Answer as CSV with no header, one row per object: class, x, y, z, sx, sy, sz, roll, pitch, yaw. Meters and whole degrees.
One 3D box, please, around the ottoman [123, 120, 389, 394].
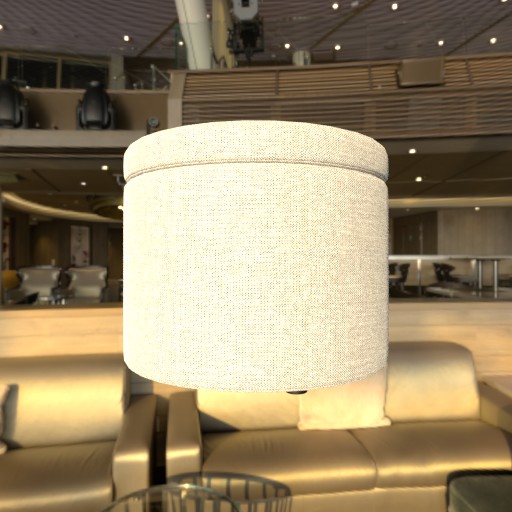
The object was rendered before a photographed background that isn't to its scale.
ottoman,0.000,0.000,0.873,0.500,0.419,0.500,0,0,0
